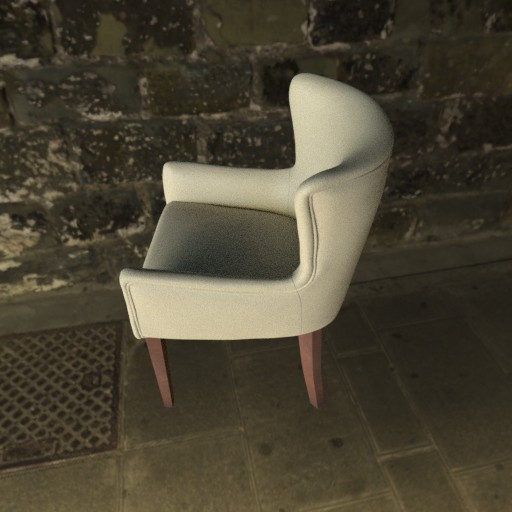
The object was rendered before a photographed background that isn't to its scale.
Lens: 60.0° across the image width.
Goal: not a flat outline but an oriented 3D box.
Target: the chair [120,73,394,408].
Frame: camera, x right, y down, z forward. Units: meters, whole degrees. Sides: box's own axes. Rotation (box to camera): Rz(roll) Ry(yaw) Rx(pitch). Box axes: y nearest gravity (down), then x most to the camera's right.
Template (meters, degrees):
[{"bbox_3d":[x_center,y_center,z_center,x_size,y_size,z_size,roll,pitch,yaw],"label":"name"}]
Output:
[{"bbox_3d":[0.000,0.000,1.423,0.686,0.952,0.660,2,41,2],"label":"chair"}]
